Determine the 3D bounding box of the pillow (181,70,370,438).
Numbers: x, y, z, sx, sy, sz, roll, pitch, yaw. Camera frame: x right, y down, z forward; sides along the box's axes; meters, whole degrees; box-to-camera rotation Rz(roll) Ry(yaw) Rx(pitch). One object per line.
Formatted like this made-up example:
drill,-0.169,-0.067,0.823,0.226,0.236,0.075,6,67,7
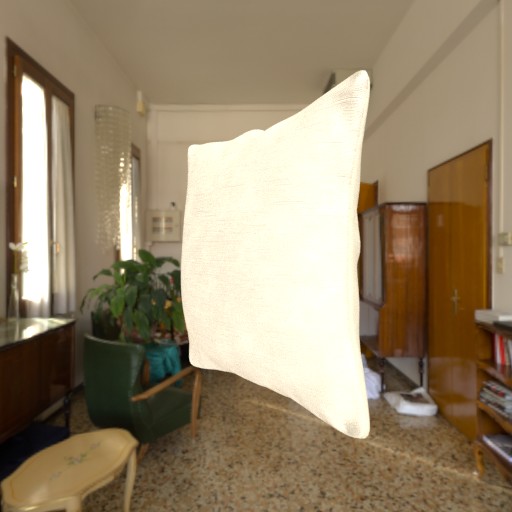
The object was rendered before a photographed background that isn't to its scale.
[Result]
pillow,0.000,0.000,0.673,0.162,0.420,0.437,0,0,-35
